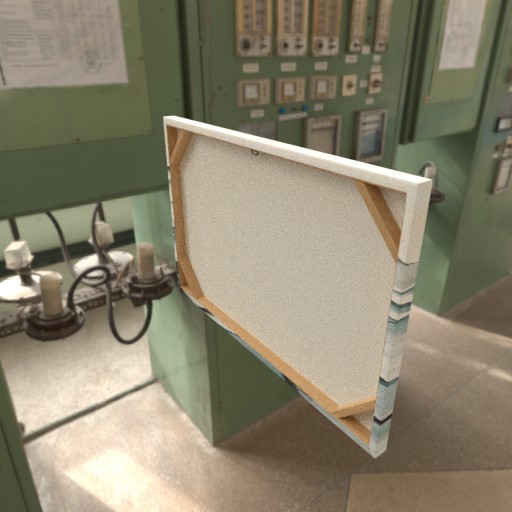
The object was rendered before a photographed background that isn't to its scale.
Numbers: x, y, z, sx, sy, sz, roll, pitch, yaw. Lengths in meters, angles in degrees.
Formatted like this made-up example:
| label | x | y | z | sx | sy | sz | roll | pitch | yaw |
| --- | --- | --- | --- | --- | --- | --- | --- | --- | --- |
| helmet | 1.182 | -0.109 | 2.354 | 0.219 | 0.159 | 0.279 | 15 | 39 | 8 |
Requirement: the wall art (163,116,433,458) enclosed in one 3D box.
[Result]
| label | x | y | z | sx | sy | sz | roll | pitch | yaw |
| --- | --- | --- | --- | --- | --- | --- | --- | --- | --- |
| wall art | 0.000 | 0.000 | 1.166 | 0.039 | 0.609 | 0.914 | -17 | 30 | -32 |
